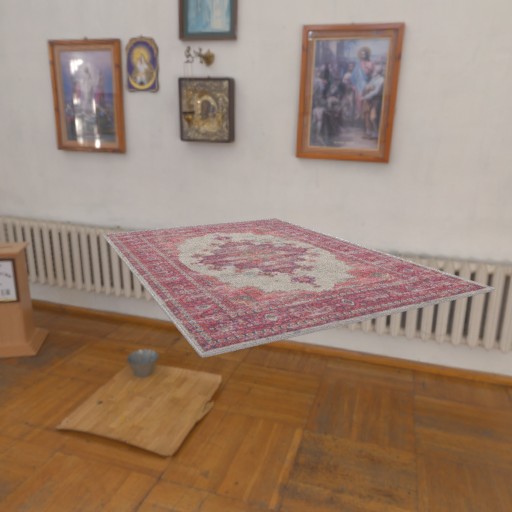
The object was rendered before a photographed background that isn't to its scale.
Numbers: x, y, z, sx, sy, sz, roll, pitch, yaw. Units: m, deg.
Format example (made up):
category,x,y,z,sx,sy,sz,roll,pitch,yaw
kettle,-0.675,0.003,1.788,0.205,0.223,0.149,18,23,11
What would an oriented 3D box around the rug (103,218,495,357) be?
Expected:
category,x,y,z,sx,sy,sz,roll,pitch,yaw
rug,0.000,0.000,2.827,1.555,0.011,2.232,-7,17,-26
